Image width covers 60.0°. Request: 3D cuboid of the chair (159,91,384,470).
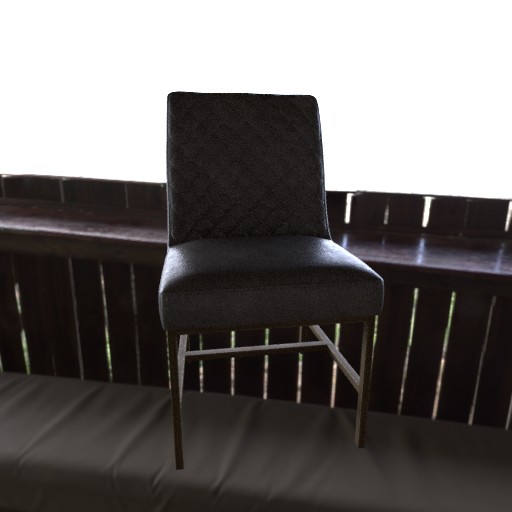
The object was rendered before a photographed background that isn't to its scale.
[{"bbox_3d":[0.000,0.000,1.229,0.508,0.889,0.587,-3,17,-9],"label":"chair"}]
